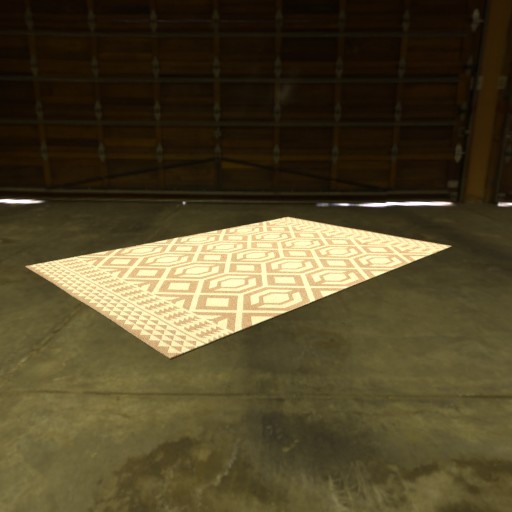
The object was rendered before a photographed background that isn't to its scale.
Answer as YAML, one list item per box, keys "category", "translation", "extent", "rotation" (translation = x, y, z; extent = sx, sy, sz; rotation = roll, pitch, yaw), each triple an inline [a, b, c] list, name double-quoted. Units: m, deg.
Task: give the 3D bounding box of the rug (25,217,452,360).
- category: "rug"
  translation: [0.000, 0.000, 2.264]
  extent: [1.829, 0.008, 1.219]
  rotation: [-14, 21, -42]
